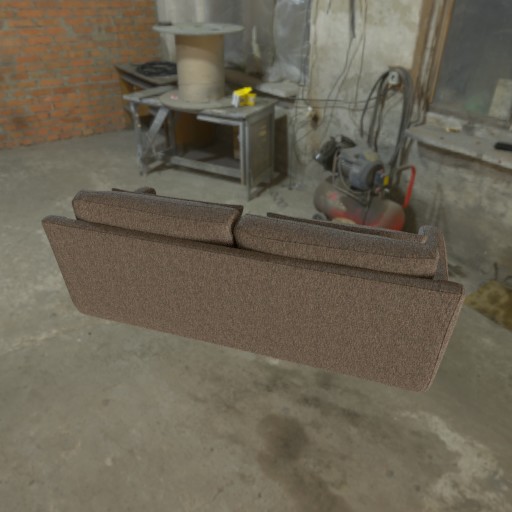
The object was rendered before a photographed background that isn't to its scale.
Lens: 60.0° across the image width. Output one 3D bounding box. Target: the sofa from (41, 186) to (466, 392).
[{"bbox_3d":[0.000,0.000,2.979,2.418,0.998,1.103,10,33,15],"label":"sofa"}]
